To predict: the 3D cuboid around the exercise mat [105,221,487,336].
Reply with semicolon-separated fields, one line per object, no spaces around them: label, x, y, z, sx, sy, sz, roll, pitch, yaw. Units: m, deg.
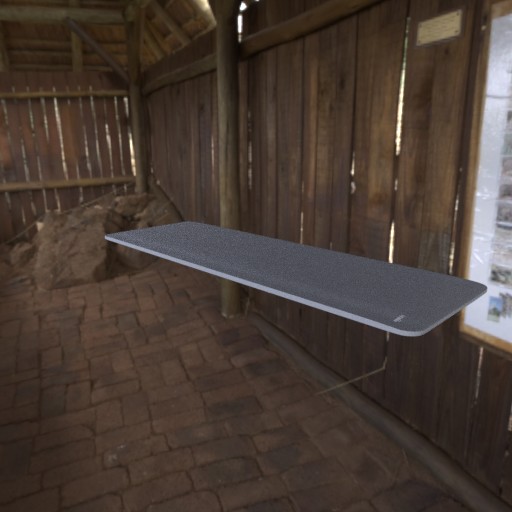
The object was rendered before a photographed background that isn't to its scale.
exercise mat;0.000;0.000;2.092;1.884;0.021;0.616;14;21;43
